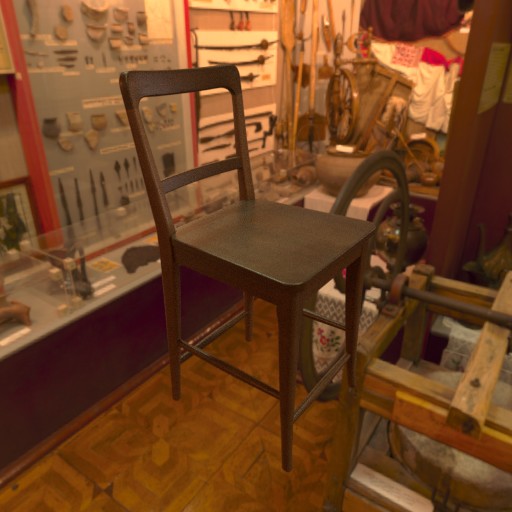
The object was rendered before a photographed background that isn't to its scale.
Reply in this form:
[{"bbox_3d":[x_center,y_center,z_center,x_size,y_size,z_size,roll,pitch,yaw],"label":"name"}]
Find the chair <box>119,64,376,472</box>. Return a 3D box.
[{"bbox_3d":[0.000,0.000,1.279,0.546,0.991,0.450,18,31,32],"label":"chair"}]
